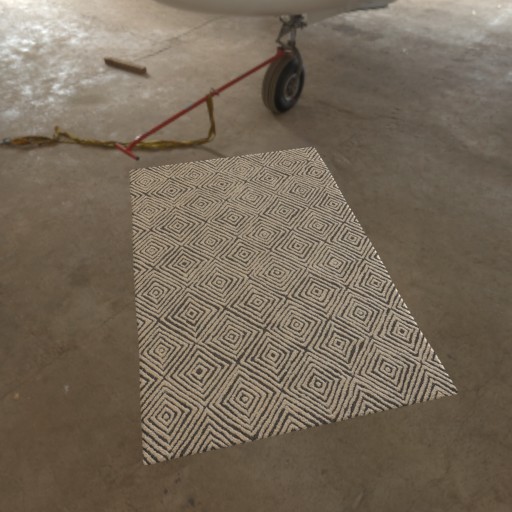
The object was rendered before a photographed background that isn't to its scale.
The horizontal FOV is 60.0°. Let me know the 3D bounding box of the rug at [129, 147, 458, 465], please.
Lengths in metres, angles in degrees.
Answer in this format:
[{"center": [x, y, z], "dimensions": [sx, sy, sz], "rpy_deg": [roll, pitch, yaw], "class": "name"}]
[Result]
[{"center": [0.000, 0.000, 2.173], "dimensions": [1.177, 0.004, 1.750], "rpy_deg": [-9, 46, -9], "class": "rug"}]
